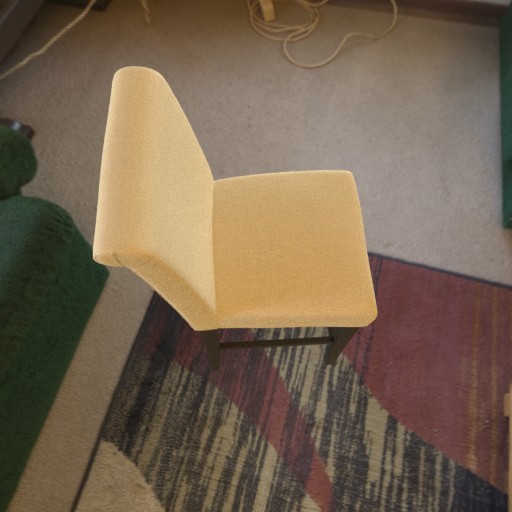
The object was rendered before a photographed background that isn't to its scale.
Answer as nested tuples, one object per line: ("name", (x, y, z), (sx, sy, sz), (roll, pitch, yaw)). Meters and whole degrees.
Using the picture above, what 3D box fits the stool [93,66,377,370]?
("stool", (0.000, 0.000, 1.278), (0.597, 0.976, 0.452), (-3, 64, -1))
